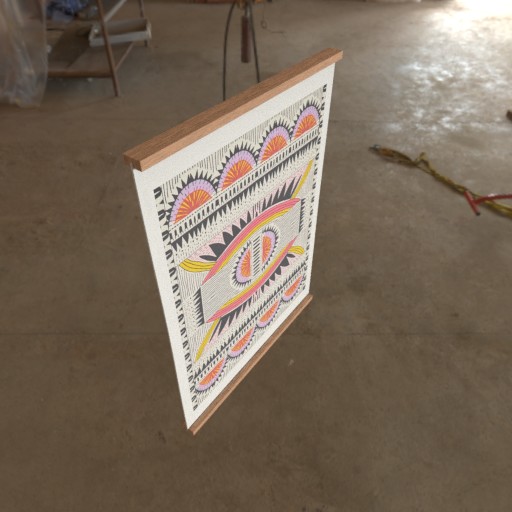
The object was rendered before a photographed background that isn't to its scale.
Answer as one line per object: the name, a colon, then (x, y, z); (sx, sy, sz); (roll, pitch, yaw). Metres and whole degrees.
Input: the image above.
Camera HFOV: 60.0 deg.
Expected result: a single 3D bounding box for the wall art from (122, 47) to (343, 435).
wall art: (0.000, 0.000, 0.814); (0.028, 0.609, 0.456); (26, 48, 26)
